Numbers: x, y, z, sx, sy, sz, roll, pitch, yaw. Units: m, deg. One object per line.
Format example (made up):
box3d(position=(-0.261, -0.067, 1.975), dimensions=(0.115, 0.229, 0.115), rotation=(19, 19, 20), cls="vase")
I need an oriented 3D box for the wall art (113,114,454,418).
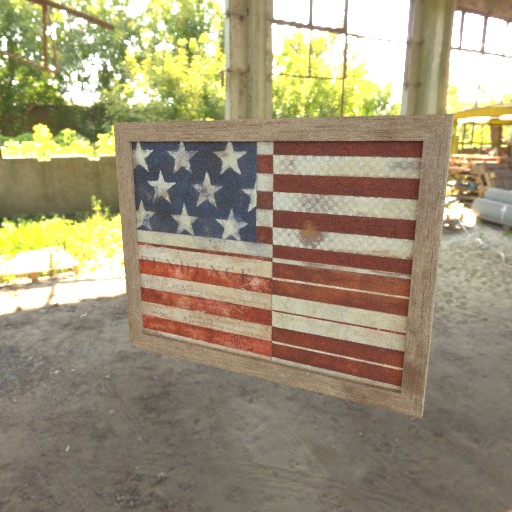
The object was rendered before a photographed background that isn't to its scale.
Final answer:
box3d(position=(0.000, 0.000, 0.906), dimensions=(0.690, 0.535, 0.026), rotation=(7, 16, 25), cls="wall art")
